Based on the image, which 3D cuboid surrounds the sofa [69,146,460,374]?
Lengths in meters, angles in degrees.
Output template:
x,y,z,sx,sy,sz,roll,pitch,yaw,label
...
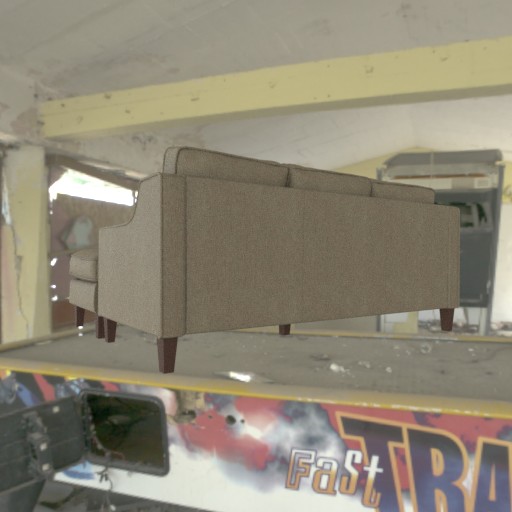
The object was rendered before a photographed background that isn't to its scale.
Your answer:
x,y,z,sx,sy,sz,roll,pitch,yaw,label
0.000,0.000,3.323,2.317,1.081,1.858,0,-1,-34,sofa
